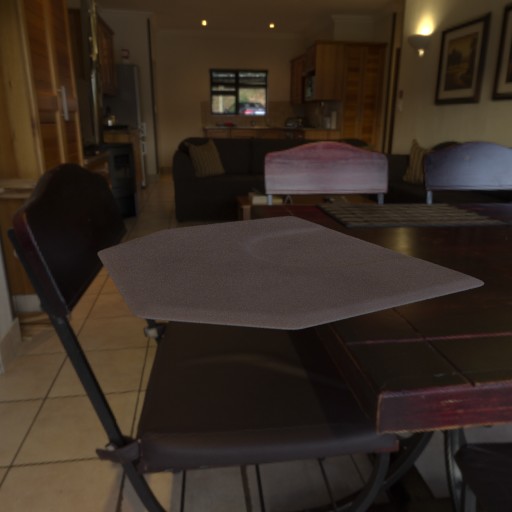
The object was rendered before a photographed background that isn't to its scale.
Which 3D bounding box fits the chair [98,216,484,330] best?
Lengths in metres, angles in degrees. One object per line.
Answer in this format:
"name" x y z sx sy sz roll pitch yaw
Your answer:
"chair" 0.000 0.000 1.930 1.219 0.024 1.372 -8 18 -26
